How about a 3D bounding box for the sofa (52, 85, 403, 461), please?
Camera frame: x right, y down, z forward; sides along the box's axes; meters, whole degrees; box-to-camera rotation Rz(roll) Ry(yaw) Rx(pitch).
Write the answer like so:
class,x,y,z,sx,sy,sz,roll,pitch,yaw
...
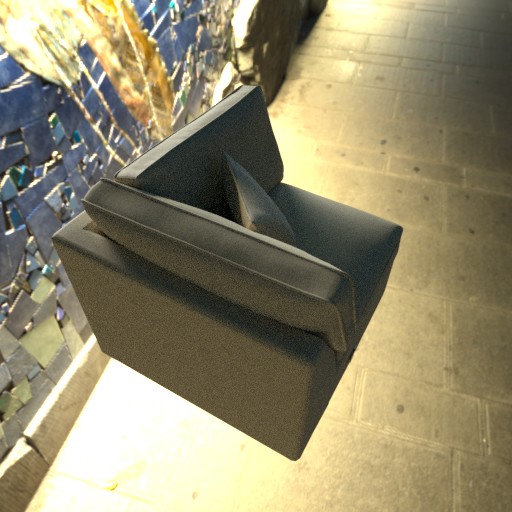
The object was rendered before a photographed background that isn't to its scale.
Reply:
class,x,y,z,sx,sy,sz,roll,pitch,yaw
sofa,0.000,0.000,1.985,1.084,1.002,1.146,23,50,21
